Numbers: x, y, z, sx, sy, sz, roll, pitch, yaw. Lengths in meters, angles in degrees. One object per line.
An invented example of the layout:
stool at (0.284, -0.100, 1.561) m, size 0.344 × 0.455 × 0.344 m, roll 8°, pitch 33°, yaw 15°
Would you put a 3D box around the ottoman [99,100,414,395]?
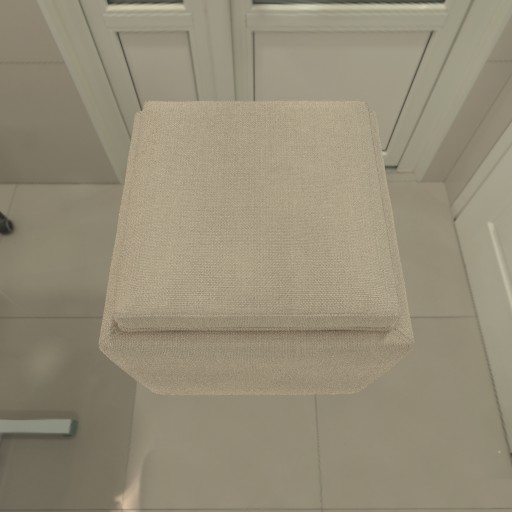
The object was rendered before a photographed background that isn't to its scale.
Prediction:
ottoman at (0.000, 0.000, 0.838) m, size 0.450 × 0.460 × 0.451 m, roll 0°, pitch 63°, yaw 0°
